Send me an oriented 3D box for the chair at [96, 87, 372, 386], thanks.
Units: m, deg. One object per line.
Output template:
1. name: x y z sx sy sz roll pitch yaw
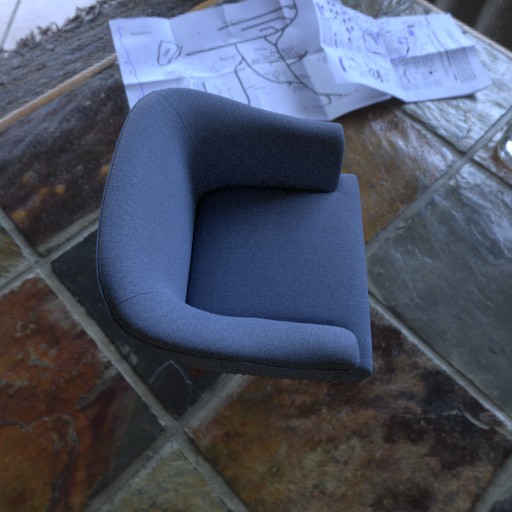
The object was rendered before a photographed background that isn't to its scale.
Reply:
1. chair: 0.000 0.000 1.402 0.704 0.815 0.798 2 63 1
